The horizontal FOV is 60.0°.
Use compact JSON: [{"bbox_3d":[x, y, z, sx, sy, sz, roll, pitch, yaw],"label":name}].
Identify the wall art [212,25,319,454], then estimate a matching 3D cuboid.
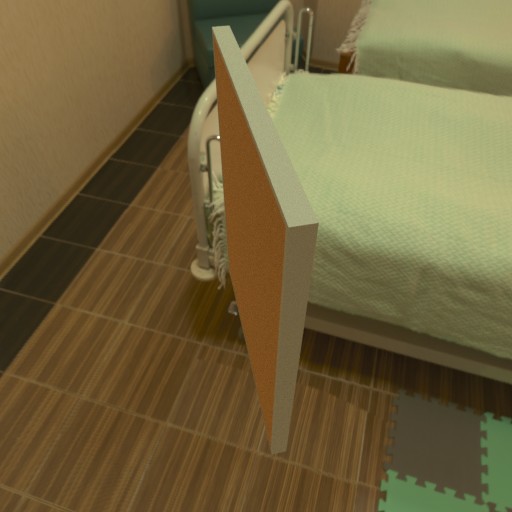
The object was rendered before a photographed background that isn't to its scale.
[{"bbox_3d":[0.000,0.000,1.001,0.055,0.763,0.611,-9,48,-8],"label":"wall art"}]
